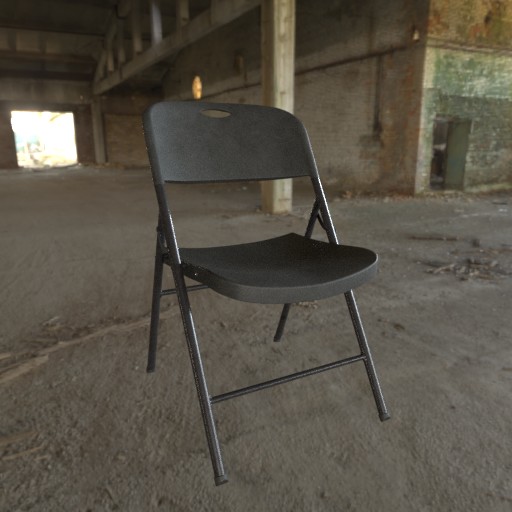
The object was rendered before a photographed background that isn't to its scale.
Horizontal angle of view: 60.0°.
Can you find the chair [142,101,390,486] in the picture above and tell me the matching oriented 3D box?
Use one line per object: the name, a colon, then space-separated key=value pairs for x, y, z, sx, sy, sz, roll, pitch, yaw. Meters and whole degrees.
chair: x=0.000 y=0.000 z=1.172 sx=0.494 sy=0.810 sz=0.567 roll=-8 pitch=16 yaw=-28
